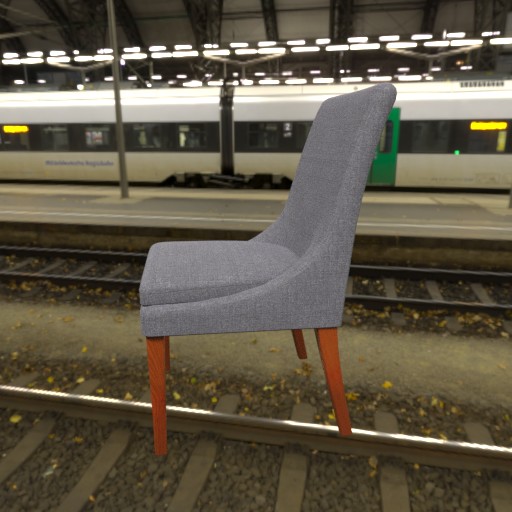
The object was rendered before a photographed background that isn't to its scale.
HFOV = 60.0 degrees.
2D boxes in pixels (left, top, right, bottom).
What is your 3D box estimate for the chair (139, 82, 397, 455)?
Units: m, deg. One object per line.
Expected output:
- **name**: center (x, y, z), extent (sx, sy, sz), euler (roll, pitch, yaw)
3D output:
- **chair**: center (0.000, 0.000, 1.343), extent (0.655, 0.952, 0.508), euler (-2, 15, -9)
